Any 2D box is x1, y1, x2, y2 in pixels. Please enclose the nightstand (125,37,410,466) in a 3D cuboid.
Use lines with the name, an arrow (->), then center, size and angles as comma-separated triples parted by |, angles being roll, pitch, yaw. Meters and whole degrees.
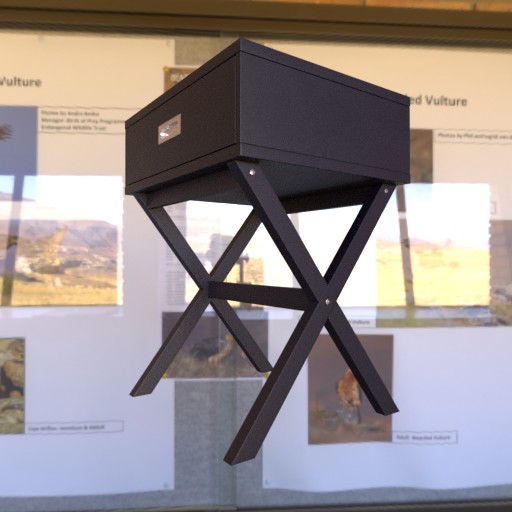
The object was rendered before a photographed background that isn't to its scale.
nightstand -> 0.000, 0.000, 0.943 | 0.402, 0.623, 0.479 | 0, 0, -36
